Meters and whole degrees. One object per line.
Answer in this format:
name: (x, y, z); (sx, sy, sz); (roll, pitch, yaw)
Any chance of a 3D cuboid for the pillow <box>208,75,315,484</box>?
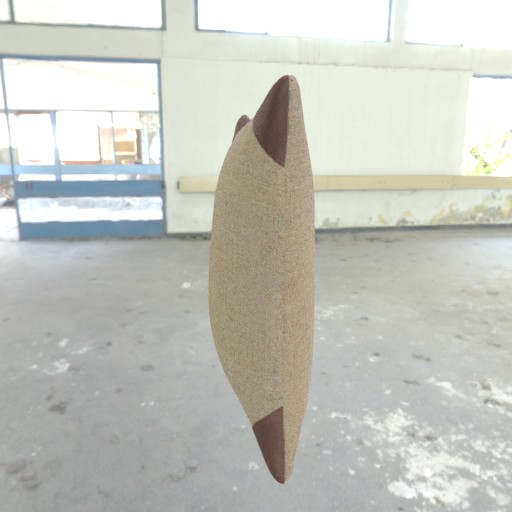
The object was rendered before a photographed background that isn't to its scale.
pillow: (0.000, 0.000, 0.672); (0.147, 0.448, 0.437); (-2, 13, -8)
